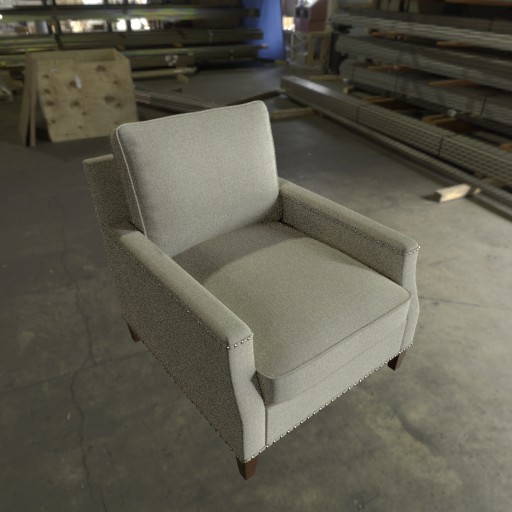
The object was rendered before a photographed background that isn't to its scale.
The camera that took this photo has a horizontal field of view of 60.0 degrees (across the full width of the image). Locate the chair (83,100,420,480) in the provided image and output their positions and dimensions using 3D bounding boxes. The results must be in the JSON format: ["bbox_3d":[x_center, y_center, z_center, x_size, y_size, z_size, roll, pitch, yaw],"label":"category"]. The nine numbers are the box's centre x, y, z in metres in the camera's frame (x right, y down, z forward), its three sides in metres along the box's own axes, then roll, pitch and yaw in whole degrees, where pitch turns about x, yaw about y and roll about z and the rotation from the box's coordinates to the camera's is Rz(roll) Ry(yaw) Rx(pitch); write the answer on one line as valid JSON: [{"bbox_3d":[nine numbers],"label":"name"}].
[{"bbox_3d":[0.000,0.000,1.688,0.853,0.943,1.014,-22,38,-32],"label":"chair"}]
